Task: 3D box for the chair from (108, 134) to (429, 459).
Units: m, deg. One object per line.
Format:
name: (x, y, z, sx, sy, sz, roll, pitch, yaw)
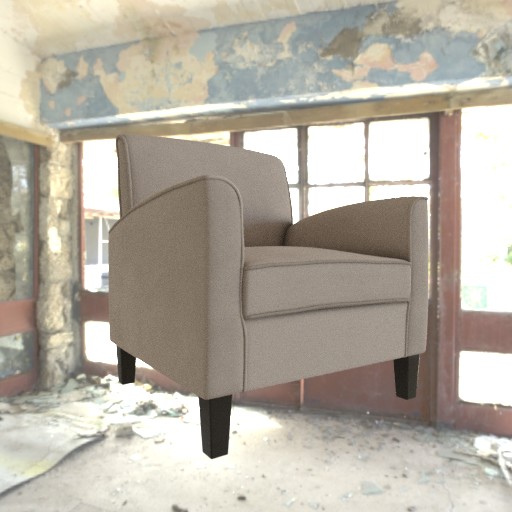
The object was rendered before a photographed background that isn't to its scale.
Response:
chair: (0.000, 0.000, 1.526, 0.820, 0.915, 0.820, -1, 1, -34)
